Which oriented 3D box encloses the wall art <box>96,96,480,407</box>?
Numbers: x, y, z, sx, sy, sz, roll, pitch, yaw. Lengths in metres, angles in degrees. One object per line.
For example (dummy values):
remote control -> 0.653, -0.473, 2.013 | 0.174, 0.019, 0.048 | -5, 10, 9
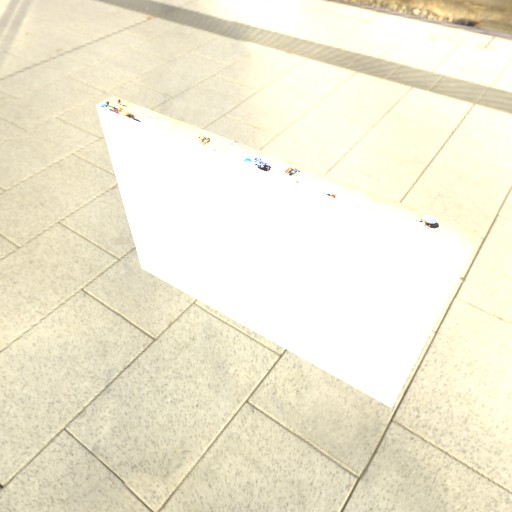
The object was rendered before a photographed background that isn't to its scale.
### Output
wall art -> 0.000, 0.000, 1.137 | 0.894, 0.595, 0.057 | 26, 52, 22
